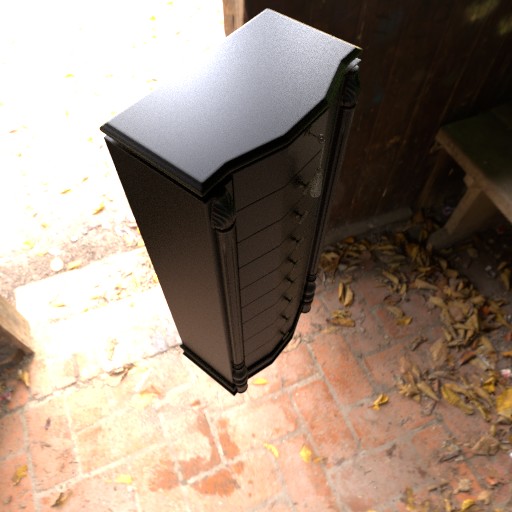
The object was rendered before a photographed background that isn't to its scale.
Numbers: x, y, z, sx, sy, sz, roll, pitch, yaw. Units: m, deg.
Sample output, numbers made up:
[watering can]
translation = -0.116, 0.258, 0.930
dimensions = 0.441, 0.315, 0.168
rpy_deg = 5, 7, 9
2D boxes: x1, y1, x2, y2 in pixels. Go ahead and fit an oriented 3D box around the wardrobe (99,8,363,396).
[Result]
[wardrobe]
translation = 0.000, 0.000, 1.148
dimensions = 0.295, 1.011, 0.444
rpy_deg = 34, 64, 19
